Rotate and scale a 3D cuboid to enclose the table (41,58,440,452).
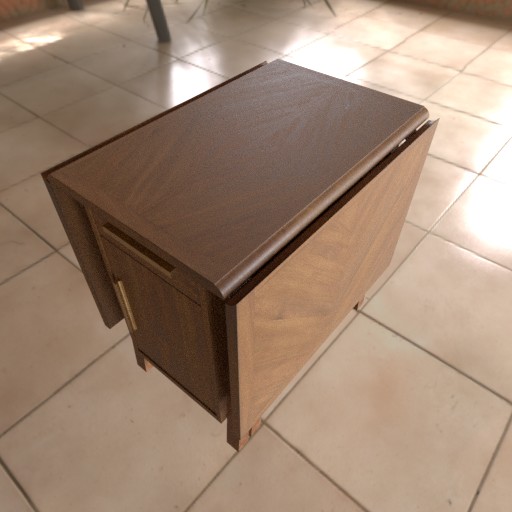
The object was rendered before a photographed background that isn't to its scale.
[{"bbox_3d":[0.000,0.000,1.627,0.701,0.981,0.967,31,53,27],"label":"table"}]
